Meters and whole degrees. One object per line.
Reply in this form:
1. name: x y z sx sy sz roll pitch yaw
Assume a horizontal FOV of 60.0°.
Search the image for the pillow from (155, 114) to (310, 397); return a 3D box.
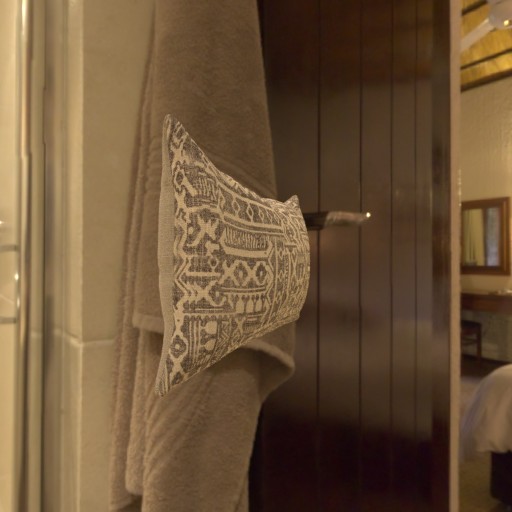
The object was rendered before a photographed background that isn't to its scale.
1. pillow: 0.000 0.000 0.741 0.148 0.290 0.631 0 -1 18
